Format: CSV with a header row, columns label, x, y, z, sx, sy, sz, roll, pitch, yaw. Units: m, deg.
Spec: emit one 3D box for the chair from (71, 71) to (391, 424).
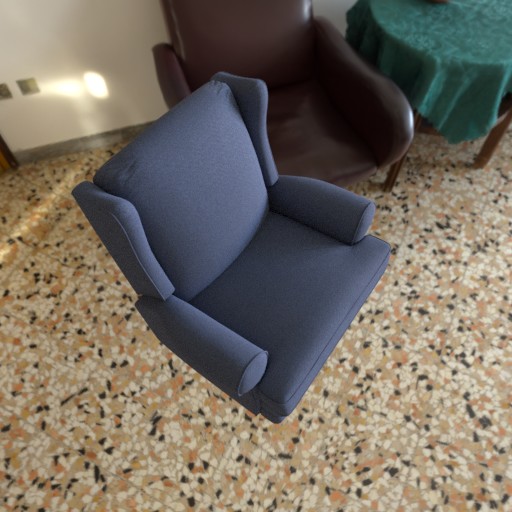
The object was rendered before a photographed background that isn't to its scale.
label,x,y,z,sx,sy,sz,roll,pitch,yaw
chair,0.000,0.000,1.766,0.877,1.020,0.971,31,63,18
